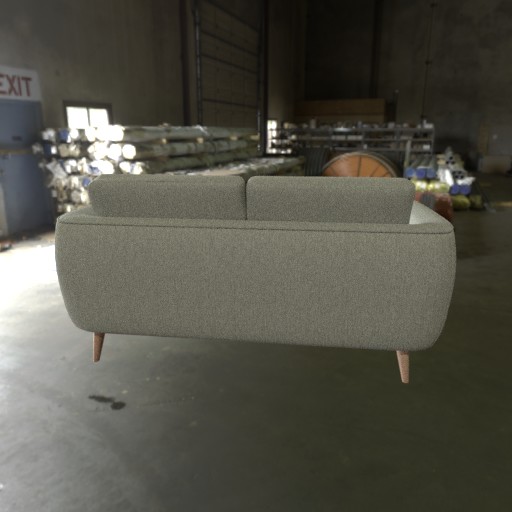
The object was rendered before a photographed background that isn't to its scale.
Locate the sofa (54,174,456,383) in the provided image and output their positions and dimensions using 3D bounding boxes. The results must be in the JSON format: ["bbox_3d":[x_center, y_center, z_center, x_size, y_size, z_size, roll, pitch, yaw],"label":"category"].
[{"bbox_3d":[0.000,0.000,2.212,1.700,0.850,0.920,2,16,7],"label":"sofa"}]
